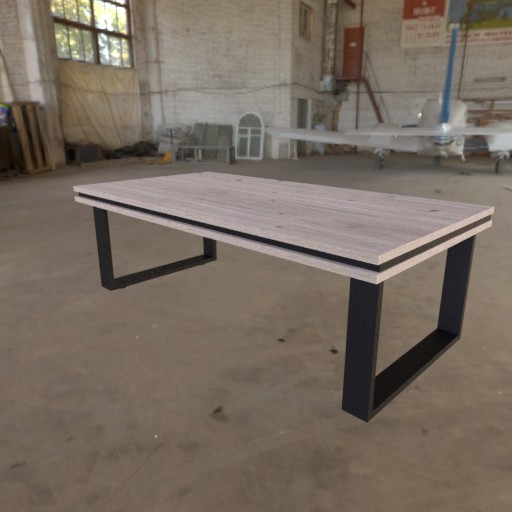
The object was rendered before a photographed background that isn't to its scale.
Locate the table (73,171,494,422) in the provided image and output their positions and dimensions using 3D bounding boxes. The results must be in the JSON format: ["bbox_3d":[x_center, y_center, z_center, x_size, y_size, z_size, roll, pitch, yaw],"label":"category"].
[{"bbox_3d":[0.000,0.000,1.629,1.350,0.450,0.700,16,23,42],"label":"table"}]
